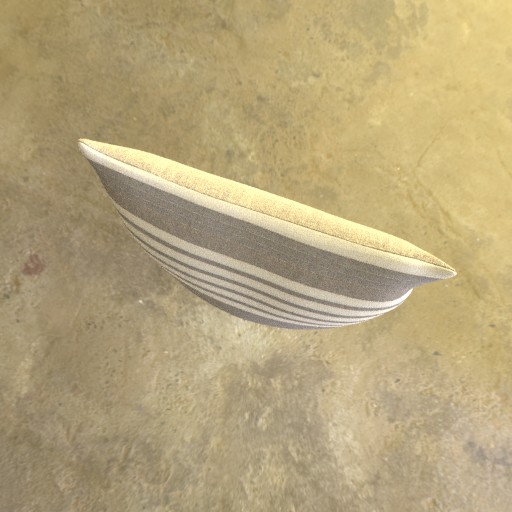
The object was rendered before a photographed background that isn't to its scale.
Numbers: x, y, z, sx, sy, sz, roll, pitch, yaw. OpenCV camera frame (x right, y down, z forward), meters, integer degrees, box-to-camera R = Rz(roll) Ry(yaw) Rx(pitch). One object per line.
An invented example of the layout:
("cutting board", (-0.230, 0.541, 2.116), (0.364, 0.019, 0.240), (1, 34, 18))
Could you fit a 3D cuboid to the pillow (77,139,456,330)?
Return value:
("pillow", (0.000, 0.000, 0.675), (0.439, 0.440, 0.182), (19, 76, 5))
